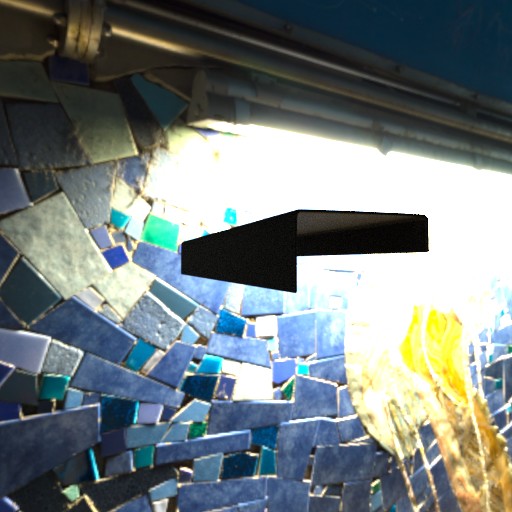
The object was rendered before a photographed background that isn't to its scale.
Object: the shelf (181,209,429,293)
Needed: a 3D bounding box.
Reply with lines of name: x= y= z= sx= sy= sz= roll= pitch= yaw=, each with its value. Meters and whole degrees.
shelf: x=0.000 y=0.000 z=0.504 sx=0.102 sy=0.053 sz=0.456 roll=0 pitch=-1 yaw=-18
